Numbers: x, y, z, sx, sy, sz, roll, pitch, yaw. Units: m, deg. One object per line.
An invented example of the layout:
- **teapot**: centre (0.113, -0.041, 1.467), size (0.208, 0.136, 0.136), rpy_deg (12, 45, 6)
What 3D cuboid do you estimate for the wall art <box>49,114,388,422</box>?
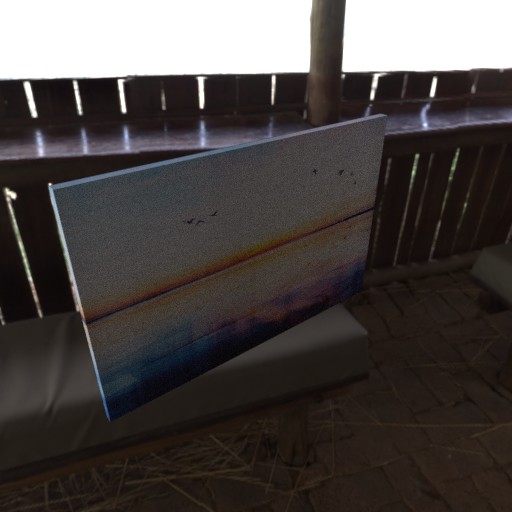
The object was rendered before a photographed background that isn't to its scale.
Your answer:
- **wall art**: centre (0.000, 0.000, 1.465), size (1.137, 0.756, 0.034), rpy_deg (-21, 37, -31)
